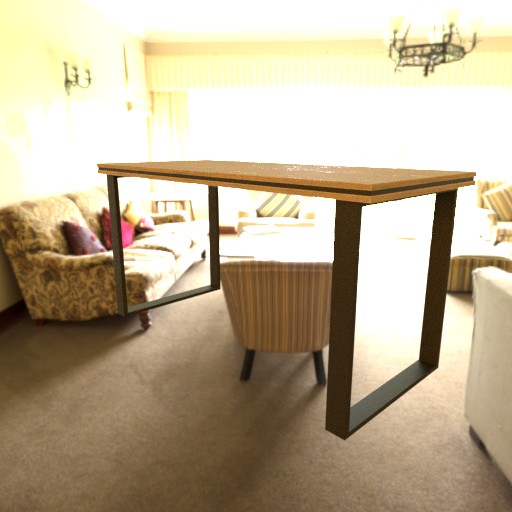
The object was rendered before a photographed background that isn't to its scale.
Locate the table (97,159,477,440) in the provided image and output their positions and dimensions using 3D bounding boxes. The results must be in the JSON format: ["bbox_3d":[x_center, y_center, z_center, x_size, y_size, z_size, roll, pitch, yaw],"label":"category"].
[{"bbox_3d":[0.000,0.000,2.275,0.795,0.899,1.778,-14,20,-42],"label":"table"}]
